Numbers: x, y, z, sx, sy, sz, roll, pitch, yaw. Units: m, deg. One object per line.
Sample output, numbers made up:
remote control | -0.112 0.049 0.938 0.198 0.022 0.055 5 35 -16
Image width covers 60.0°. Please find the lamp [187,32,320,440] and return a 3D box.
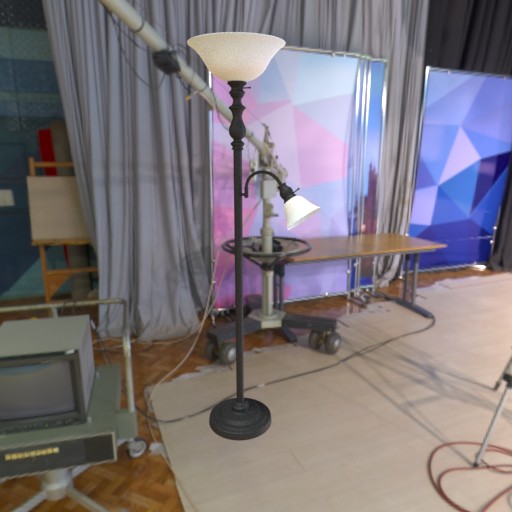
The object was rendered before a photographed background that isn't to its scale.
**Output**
lamp | 0.000 0.000 2.018 0.588 1.793 0.405 8 17 27
